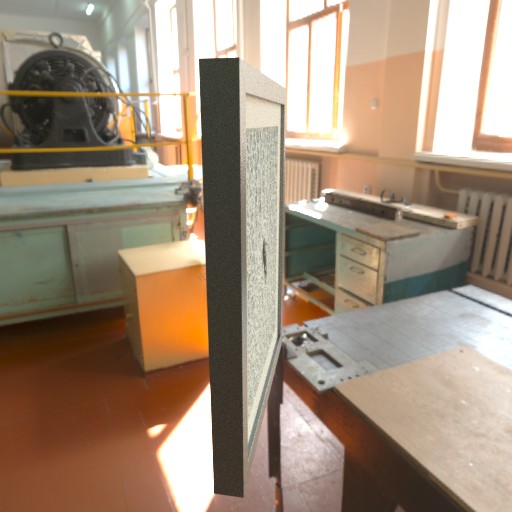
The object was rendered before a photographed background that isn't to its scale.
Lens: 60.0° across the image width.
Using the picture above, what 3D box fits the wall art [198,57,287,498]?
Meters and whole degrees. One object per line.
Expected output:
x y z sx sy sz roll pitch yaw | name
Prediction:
0.000 0.000 0.507 0.030 0.379 0.308 3 17 9 | wall art
